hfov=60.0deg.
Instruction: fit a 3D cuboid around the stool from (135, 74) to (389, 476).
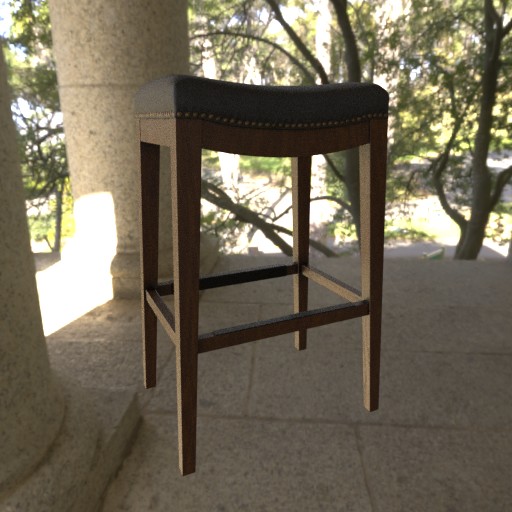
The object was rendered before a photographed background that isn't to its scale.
[{"bbox_3d":[0.000,0.000,1.038,0.500,0.765,0.361,-8,19,-24],"label":"stool"}]
